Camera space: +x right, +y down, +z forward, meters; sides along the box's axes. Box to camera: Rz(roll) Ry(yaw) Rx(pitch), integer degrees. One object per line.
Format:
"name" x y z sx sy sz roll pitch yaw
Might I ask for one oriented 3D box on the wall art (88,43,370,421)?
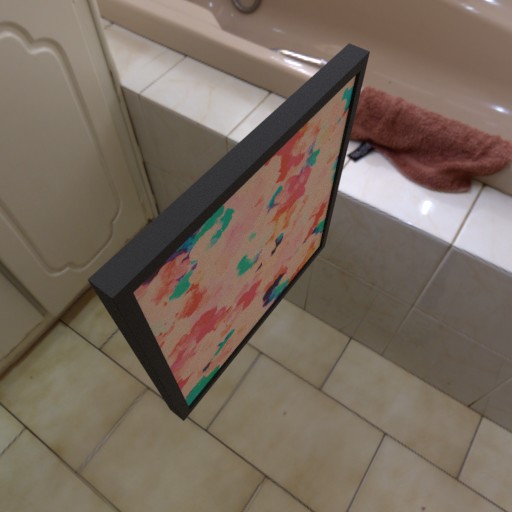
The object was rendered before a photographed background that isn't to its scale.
"wall art" 0.000 0.000 0.752 0.036 0.503 0.506 32 63 19
